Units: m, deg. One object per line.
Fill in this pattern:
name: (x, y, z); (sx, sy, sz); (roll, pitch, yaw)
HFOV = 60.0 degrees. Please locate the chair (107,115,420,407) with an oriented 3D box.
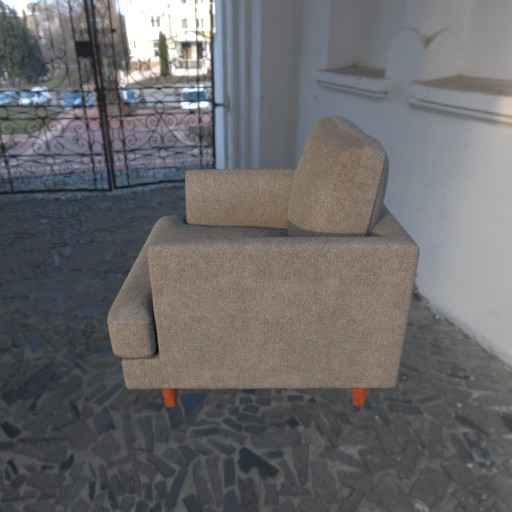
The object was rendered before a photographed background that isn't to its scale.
chair: (0.000, 0.000, 1.662); (0.899, 0.957, 0.858); (0, 26, 0)
